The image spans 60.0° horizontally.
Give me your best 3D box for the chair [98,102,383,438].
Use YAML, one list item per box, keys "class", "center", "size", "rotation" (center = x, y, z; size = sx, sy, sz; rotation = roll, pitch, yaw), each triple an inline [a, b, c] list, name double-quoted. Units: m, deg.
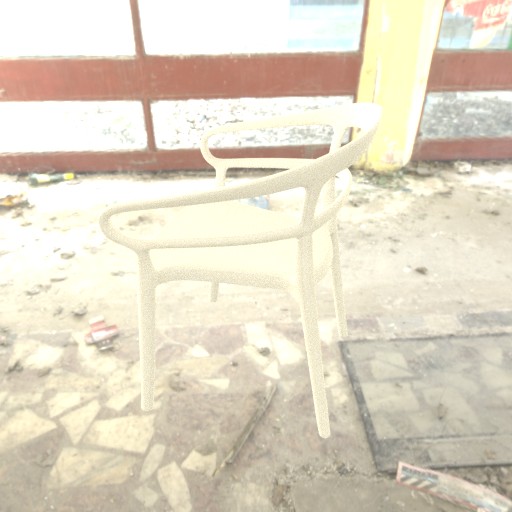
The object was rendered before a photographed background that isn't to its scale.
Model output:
- class: "chair"
  center: [0.000, 0.000, 1.147]
  size: [0.527, 0.761, 0.559]
  rotation: [9, 33, 14]
